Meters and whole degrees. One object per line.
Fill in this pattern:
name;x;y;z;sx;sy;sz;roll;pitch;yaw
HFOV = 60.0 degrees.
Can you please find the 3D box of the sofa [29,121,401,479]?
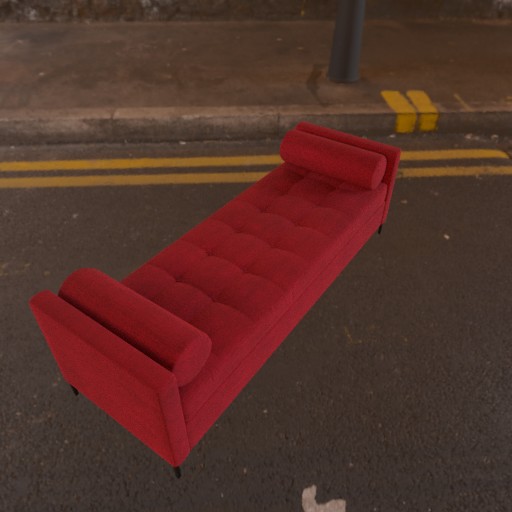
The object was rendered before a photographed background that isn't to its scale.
sofa;0.000;0.000;2.298;0.686;0.635;1.981;25;46;26
